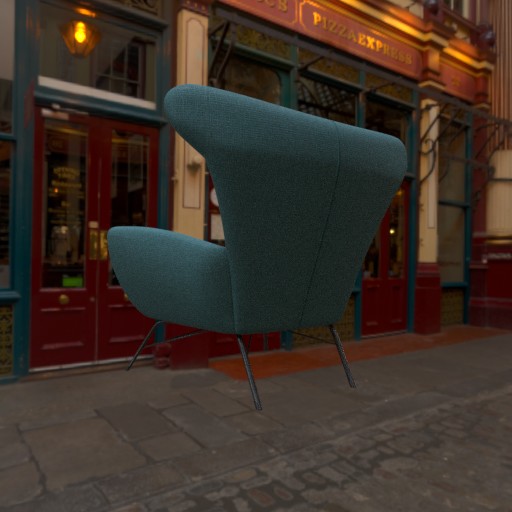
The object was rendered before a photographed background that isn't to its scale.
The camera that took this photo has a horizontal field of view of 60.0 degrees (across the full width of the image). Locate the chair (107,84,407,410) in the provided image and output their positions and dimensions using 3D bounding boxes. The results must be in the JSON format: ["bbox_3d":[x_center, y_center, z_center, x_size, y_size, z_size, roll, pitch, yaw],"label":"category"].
[{"bbox_3d":[0.000,0.000,1.778,1.050,0.980,0.900,1,-1,-36],"label":"chair"}]
